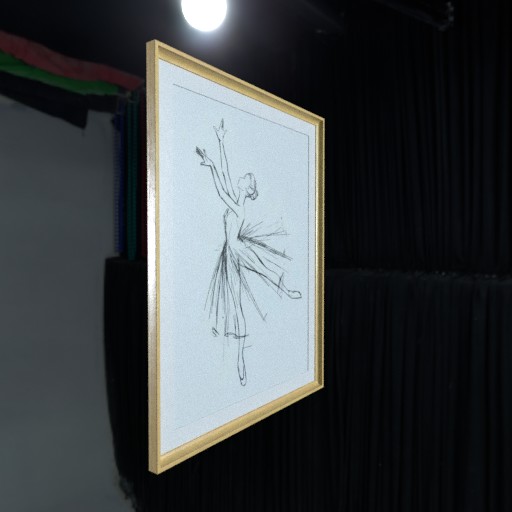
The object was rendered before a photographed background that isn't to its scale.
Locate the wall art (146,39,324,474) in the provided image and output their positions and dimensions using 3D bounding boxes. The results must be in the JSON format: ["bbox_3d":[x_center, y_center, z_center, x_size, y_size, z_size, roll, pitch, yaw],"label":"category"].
[{"bbox_3d":[0.000,0.000,1.346,0.030,1.002,0.798,1,2,37],"label":"wall art"}]
